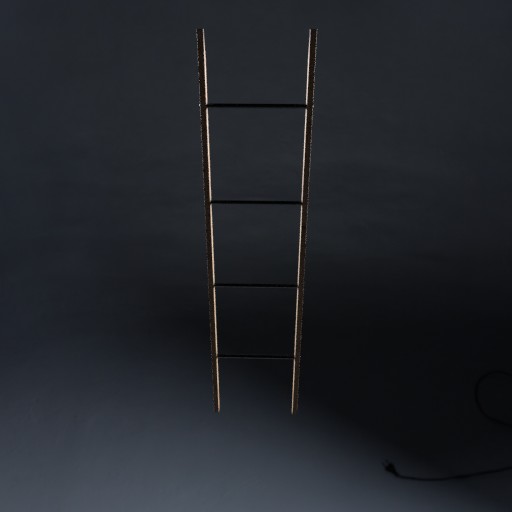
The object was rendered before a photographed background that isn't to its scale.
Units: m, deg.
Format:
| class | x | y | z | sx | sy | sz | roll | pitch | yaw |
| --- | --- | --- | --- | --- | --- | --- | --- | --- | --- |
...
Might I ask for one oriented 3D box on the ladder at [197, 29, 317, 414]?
| class | x | y | z | sx | sy | sz | roll | pitch | yaw |
| --- | --- | --- | --- | --- | --- | --- | --- | --- | --- |
| ladder | 0.000 | 0.000 | 1.986 | 0.442 | 1.805 | 0.200 | 1 | 30 | 1 |
